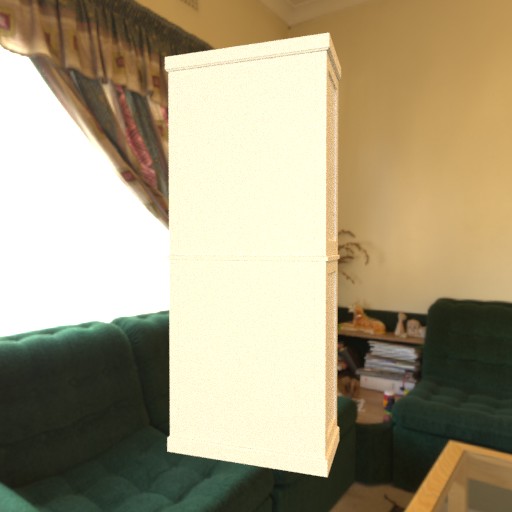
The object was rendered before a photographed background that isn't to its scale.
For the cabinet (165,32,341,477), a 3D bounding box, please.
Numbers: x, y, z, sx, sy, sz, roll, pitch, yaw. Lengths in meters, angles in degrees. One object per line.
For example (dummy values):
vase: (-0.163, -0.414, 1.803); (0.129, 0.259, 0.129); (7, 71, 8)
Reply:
cabinet: (0.000, 0.000, 2.122); (0.754, 1.829, 0.390); (0, 1, 18)
